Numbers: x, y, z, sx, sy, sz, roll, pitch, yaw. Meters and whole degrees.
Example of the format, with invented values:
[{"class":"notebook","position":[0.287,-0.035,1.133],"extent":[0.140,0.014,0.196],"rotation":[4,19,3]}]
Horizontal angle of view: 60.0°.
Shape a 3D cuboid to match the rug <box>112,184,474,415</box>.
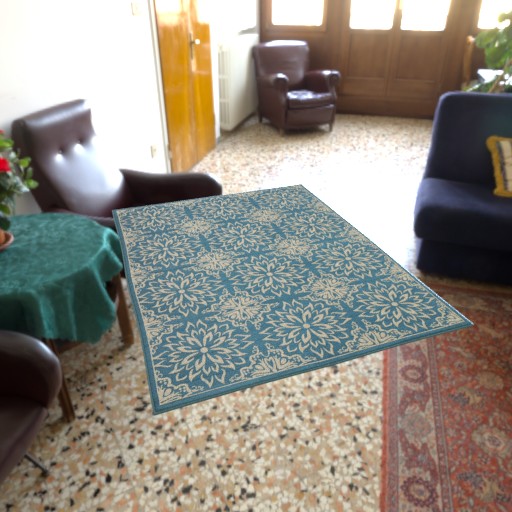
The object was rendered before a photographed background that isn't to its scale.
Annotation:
[{"class":"rug","position":[0.000,0.000,4.112],"extent":[2.350,0.018,2.964],"rotation":[-11,33,-17]}]
